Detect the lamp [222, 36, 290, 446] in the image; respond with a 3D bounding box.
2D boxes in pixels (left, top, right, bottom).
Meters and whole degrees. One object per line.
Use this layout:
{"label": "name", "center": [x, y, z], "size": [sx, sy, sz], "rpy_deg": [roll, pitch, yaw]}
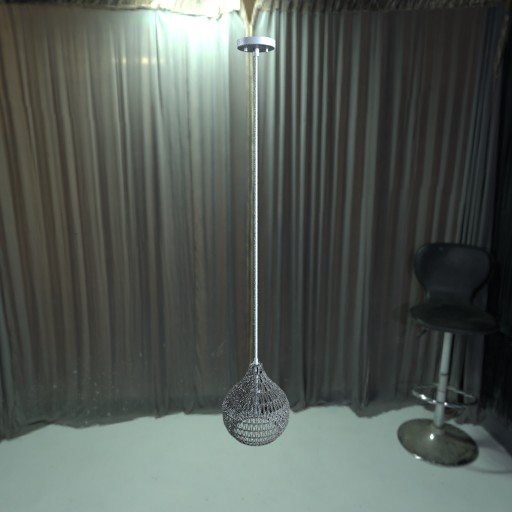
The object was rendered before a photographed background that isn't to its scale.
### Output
{"label": "lamp", "center": [0.000, 0.000, 2.145], "size": [0.355, 1.919, 0.355], "rpy_deg": [-2, 13, -9]}
